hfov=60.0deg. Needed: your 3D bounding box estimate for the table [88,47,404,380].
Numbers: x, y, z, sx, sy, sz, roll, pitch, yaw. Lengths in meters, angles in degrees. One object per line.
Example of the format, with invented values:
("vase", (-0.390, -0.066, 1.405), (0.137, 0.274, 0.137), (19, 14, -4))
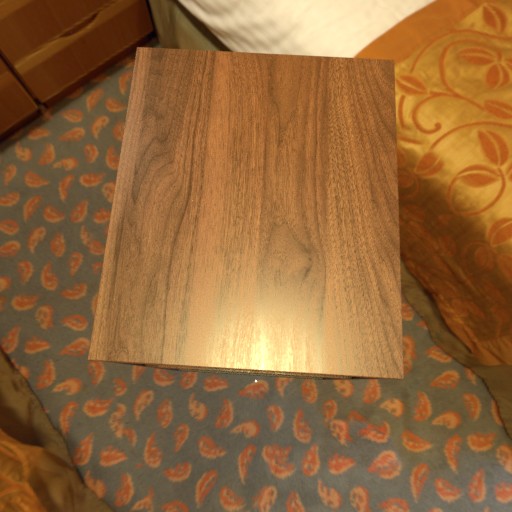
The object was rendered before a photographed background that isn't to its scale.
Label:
("table", (0.000, 0.000, 1.528), (0.660, 1.041, 0.786), (3, 74, 1))
